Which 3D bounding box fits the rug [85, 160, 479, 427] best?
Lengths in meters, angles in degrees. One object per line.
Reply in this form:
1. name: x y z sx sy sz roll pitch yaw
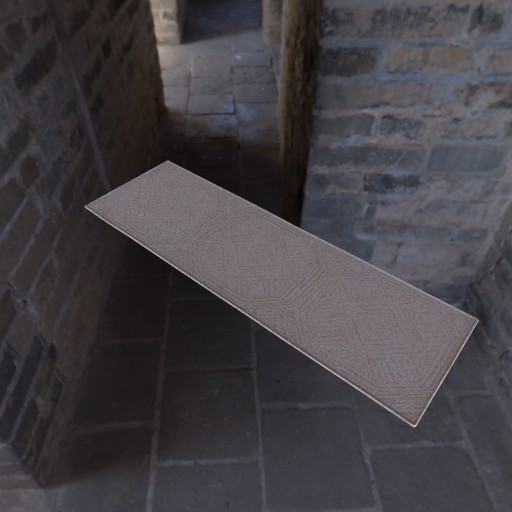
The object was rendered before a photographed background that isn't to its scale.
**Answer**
1. rug: 0.000 0.000 2.715 2.452 0.012 0.775 30 51 27
